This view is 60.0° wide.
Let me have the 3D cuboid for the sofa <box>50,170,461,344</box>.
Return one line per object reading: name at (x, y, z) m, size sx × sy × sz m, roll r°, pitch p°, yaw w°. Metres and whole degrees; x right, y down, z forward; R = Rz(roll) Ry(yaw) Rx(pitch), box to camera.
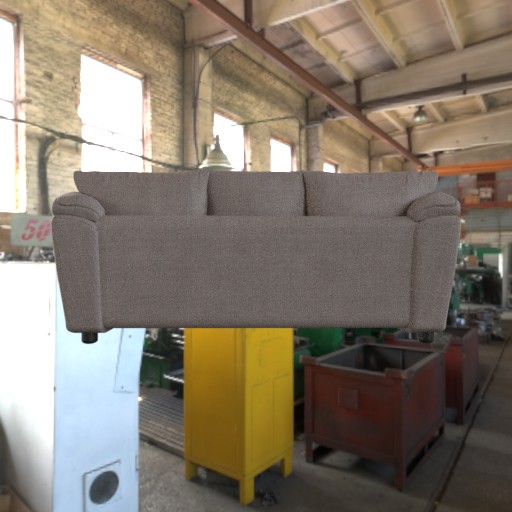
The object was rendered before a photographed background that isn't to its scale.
sofa at (0.000, 0.000, 2.822) m, size 2.334 × 0.996 × 0.878 m, roll 0°, pitch 0°, yaw 0°
